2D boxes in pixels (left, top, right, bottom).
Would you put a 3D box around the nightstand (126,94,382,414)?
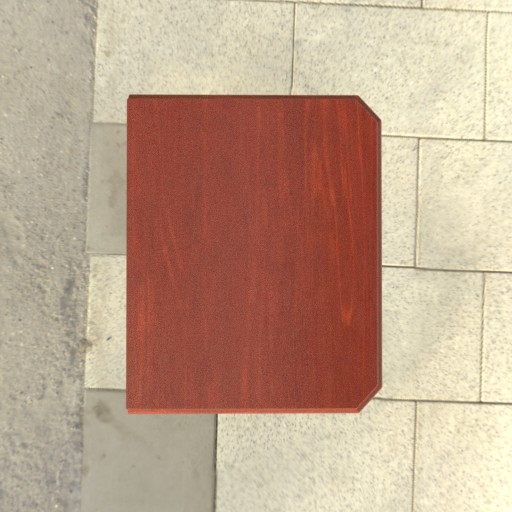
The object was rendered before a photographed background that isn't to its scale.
[{"bbox_3d":[0.000,0.000,0.929,0.351,0.681,0.435,0,89,-1],"label":"nightstand"}]
